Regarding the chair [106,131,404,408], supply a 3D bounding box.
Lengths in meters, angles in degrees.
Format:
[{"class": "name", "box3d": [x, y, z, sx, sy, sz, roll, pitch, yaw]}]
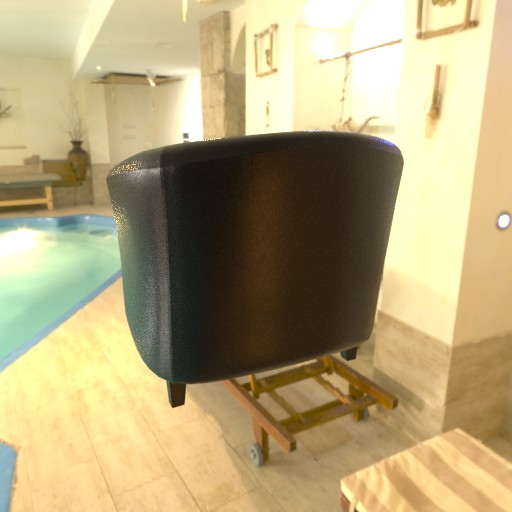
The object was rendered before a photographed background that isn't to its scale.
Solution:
[{"class": "chair", "box3d": [0.000, 0.000, 1.400, 0.793, 0.756, 0.727, -7, 17, -25]}]
